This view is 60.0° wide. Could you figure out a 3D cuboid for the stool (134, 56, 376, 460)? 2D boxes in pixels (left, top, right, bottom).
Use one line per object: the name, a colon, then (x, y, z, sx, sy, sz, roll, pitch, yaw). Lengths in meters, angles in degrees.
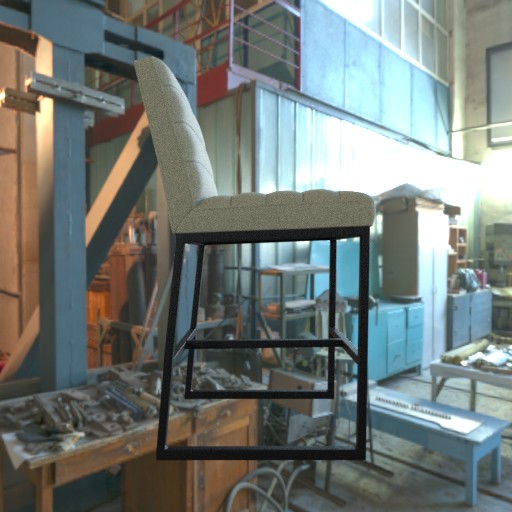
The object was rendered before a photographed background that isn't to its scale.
stool: (0.000, 0.000, 1.237, 0.560, 0.940, 0.460, 0, 1, 0)
